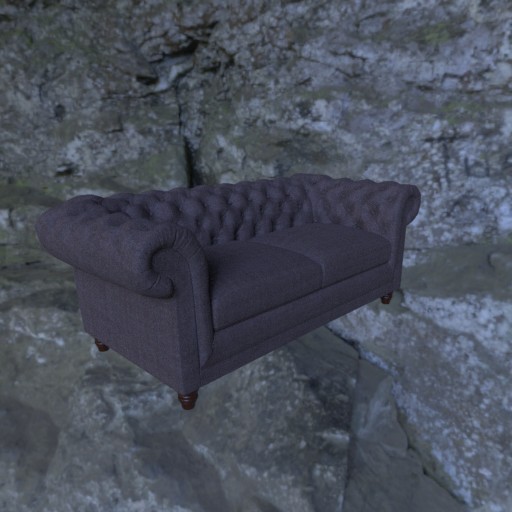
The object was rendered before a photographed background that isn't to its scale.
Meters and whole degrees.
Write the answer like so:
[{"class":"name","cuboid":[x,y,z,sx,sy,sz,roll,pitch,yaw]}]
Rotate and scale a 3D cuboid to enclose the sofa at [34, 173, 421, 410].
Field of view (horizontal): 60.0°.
[{"class":"sofa","cuboid":[0.000,0.000,2.468,0.944,0.780,2.048,14,21,42]}]
